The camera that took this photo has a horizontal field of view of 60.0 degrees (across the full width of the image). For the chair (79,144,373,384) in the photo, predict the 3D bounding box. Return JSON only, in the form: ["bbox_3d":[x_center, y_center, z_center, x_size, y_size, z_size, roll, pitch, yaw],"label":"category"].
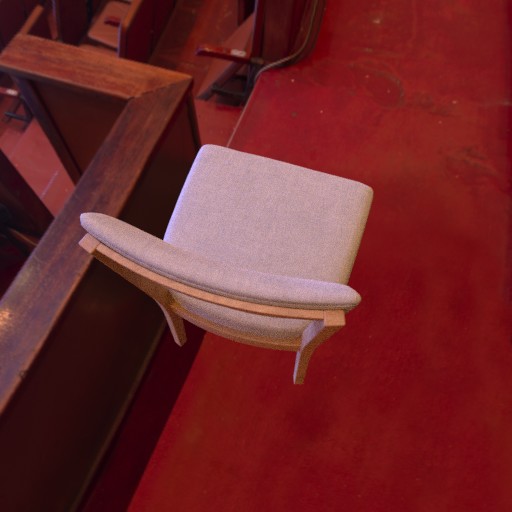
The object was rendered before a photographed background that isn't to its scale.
[{"bbox_3d":[0.000,0.000,1.167,0.508,0.832,0.572,16,64,8],"label":"chair"}]
